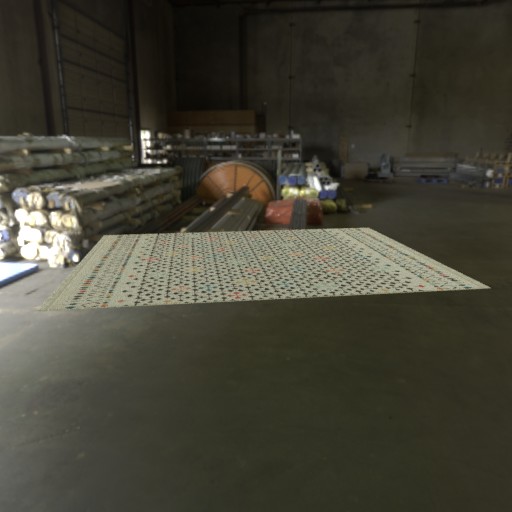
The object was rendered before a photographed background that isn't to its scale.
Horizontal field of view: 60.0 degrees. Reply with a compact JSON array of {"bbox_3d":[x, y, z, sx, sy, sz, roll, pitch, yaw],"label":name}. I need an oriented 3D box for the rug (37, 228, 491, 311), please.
[{"bbox_3d":[0.000,0.000,4.204,3.196,0.007,2.354,-2,15,-8],"label":"rug"}]
